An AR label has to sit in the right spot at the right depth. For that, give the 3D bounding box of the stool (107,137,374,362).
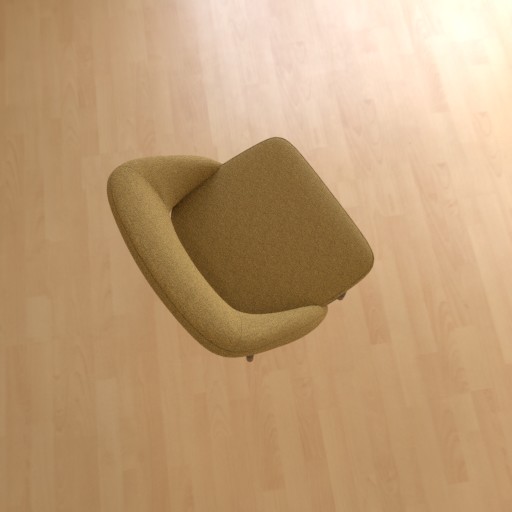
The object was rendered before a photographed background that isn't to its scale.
[{"bbox_3d":[0.000,0.000,1.293,0.522,0.939,0.536,-33,78,-8],"label":"stool"}]
